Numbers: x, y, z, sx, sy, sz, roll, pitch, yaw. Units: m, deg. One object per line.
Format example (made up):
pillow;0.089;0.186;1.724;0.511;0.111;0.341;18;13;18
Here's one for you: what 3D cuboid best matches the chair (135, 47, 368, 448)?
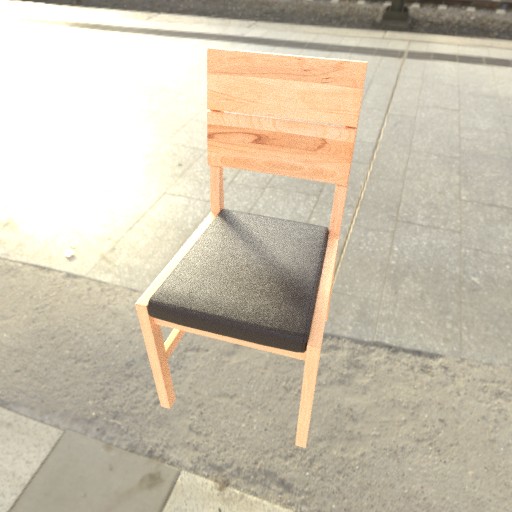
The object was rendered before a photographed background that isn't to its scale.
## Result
chair;0.000;0.000;1.266;0.475;0.950;0.560;11;42;13
